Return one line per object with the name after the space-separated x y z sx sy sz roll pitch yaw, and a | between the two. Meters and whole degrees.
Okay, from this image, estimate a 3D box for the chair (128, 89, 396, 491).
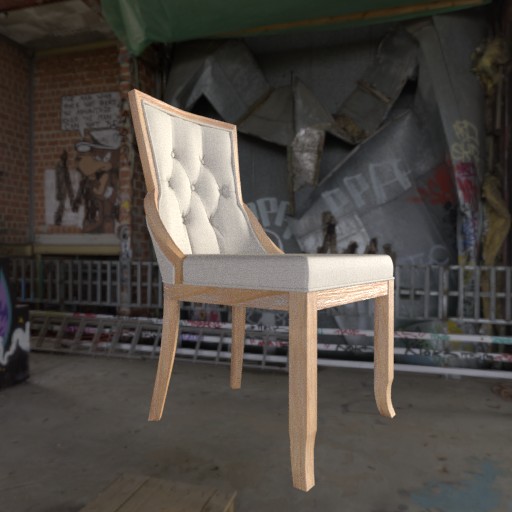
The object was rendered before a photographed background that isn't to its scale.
0.000 0.000 1.287 0.641 0.947 0.524 0 1 36 | chair
